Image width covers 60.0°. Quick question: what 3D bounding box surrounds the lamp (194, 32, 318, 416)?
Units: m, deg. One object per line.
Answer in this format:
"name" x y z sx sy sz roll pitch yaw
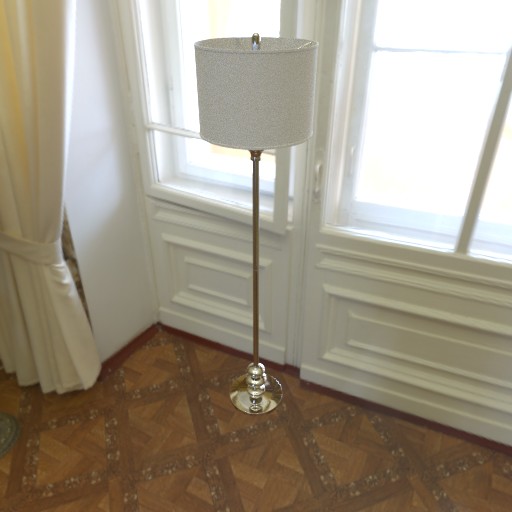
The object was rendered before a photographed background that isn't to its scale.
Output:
"lamp" 0.000 0.000 1.645 0.356 1.487 0.356 -11 33 -17
